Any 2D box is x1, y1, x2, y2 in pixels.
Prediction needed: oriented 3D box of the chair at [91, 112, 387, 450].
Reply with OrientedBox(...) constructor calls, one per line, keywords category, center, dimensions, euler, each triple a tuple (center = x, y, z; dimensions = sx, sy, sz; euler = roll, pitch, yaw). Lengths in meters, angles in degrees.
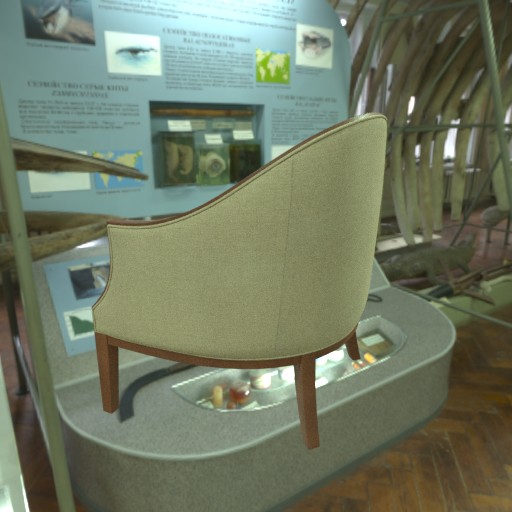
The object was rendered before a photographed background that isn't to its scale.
OrientedBox(category="chair", center=(0.000, 0.000, 1.429), dimensions=(0.735, 0.876, 0.803), euler=(8, 18, 24))
